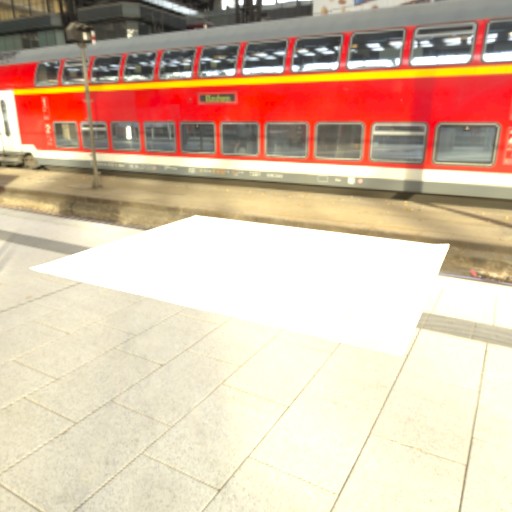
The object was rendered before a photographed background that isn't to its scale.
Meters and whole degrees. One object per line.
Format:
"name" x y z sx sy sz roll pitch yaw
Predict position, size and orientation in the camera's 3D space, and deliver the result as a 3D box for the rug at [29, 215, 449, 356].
"rug" 0.000 0.000 3.837 2.897 0.035 2.277 9 20 27
